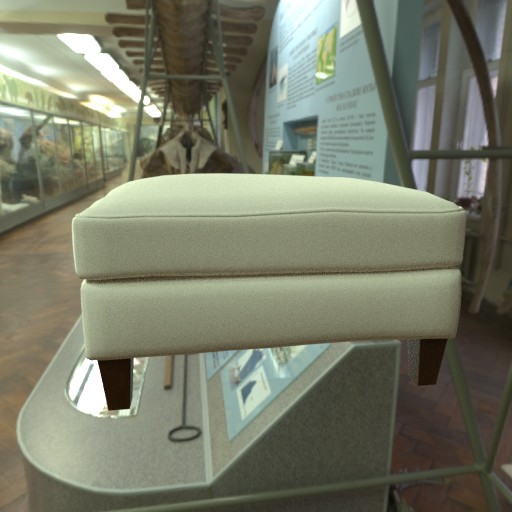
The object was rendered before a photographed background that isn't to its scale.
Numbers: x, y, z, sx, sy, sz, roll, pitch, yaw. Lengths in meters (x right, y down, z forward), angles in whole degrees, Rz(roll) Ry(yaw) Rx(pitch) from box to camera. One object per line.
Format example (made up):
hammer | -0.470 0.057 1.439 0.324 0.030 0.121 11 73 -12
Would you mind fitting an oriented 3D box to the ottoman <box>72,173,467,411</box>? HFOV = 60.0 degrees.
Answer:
ottoman | 0.000 0.000 1.320 0.838 0.479 0.838 -2 14 -8
